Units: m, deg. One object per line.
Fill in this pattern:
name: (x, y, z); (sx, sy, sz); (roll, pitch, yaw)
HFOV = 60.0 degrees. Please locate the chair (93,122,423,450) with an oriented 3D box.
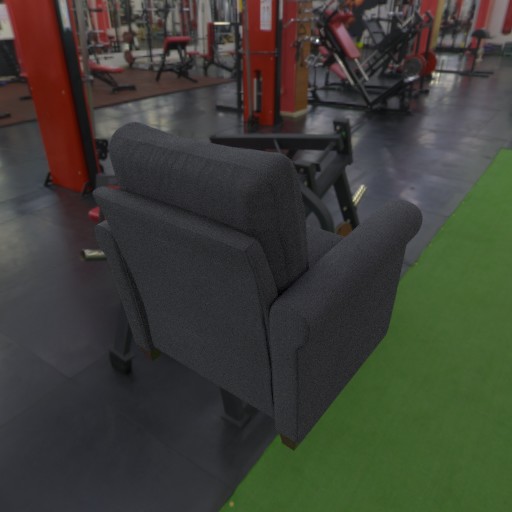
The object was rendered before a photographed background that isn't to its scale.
chair: (0.000, 0.000, 1.571); (0.867, 0.942, 0.828); (20, 35, 32)
